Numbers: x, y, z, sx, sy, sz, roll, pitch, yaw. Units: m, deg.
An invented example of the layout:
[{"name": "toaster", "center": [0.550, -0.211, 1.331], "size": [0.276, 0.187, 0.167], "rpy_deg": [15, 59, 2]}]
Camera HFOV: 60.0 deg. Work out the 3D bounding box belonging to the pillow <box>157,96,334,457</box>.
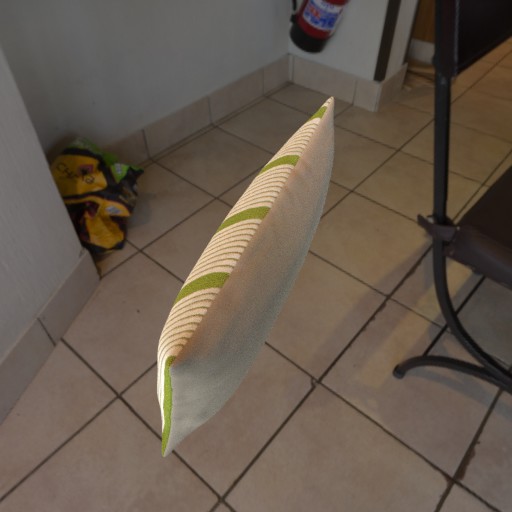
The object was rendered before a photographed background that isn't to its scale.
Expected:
[{"name": "pillow", "center": [0.000, 0.000, 0.738], "size": [0.156, 0.292, 0.608], "rpy_deg": [16, 48, 15]}]
